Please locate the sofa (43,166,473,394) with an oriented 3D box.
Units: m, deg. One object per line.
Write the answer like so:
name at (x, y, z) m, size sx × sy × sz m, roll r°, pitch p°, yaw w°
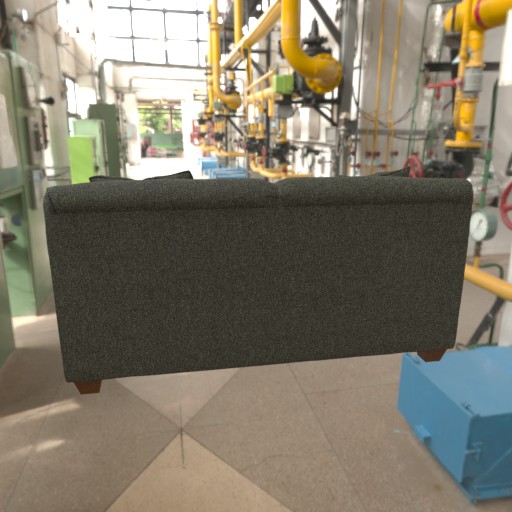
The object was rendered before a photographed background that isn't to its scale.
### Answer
sofa at (0.000, 0.000, 2.395) m, size 1.846 × 0.958 × 0.998 m, roll -3°, pitch 15°, yaw -10°
